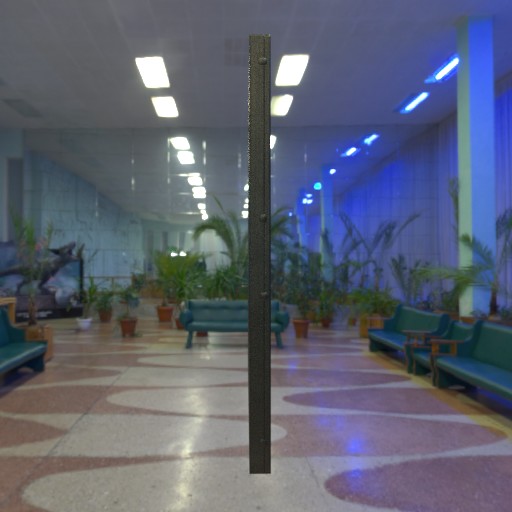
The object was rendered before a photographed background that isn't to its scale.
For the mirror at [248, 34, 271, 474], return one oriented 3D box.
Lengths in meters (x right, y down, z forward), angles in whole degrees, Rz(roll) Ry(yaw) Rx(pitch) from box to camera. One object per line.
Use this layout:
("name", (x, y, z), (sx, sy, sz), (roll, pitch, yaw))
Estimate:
("mirror", (0.000, 0.000, 0.574), (0.020, 0.381, 0.382), (0, -1, -1))
